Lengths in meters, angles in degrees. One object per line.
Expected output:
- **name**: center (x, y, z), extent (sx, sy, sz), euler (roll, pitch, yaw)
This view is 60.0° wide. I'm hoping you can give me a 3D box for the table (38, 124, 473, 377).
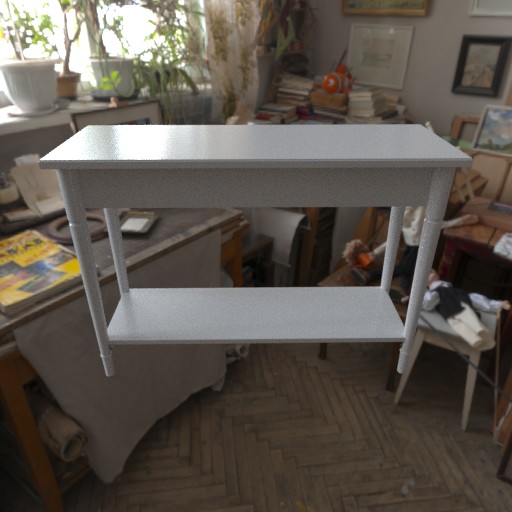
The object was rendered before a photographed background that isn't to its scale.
- **table**: center (0.000, 0.000, 1.432), extent (1.067, 0.749, 0.381), euler (0, 29, -1)
